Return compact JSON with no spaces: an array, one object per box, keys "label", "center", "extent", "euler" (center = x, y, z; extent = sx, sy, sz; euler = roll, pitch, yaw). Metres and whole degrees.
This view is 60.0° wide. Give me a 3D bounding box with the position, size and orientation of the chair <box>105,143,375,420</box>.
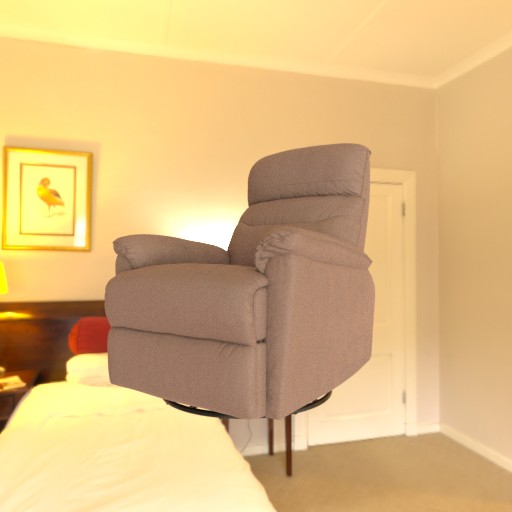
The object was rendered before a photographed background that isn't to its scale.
[{"label":"chair","center":[0.000,0.000,1.764],"extent":[0.820,1.037,1.004],"euler":[-1,-1,36]}]
